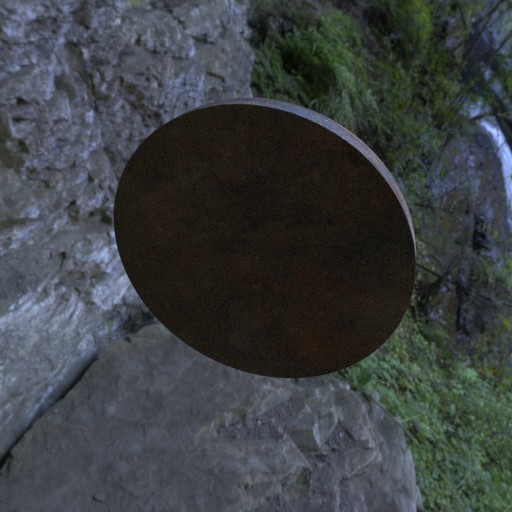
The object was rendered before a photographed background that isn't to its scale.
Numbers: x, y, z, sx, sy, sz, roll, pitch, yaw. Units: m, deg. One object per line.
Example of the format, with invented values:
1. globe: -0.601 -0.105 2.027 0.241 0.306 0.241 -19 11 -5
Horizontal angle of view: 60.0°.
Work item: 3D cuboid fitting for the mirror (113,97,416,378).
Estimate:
1. mirror: 0.000 0.000 0.861 0.585 0.585 0.061 9 33 15
